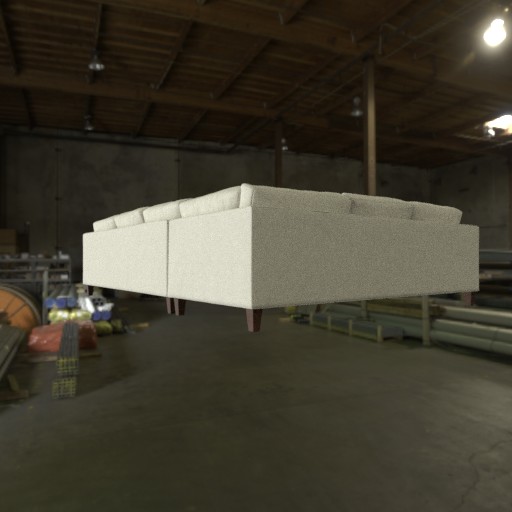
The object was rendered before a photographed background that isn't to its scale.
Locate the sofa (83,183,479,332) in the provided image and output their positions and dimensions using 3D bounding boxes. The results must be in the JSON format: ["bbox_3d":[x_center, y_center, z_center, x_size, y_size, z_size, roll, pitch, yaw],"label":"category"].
[{"bbox_3d":[0.000,0.000,4.346,2.432,0.863,3.182,0,-1,-37],"label":"sofa"}]
